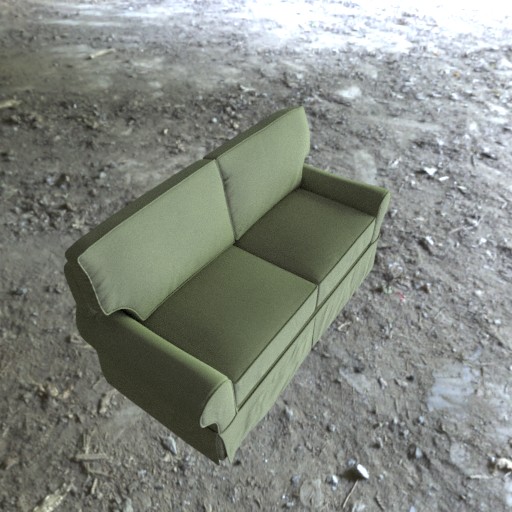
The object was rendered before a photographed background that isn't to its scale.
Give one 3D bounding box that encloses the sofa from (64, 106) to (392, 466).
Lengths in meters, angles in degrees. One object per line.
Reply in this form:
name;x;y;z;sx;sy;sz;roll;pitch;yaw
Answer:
sofa;0.000;0.000;2.387;0.841;1.024;1.823;26;48;25
